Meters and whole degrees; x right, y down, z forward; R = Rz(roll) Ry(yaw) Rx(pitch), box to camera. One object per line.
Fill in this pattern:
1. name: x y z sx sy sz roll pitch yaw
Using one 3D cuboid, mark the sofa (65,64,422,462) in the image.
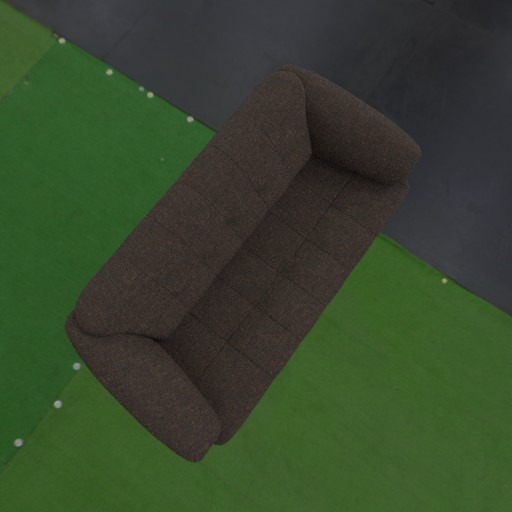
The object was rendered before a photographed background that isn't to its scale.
1. sofa: 0.000 0.000 2.251 0.887 0.790 1.849 36 79 8
